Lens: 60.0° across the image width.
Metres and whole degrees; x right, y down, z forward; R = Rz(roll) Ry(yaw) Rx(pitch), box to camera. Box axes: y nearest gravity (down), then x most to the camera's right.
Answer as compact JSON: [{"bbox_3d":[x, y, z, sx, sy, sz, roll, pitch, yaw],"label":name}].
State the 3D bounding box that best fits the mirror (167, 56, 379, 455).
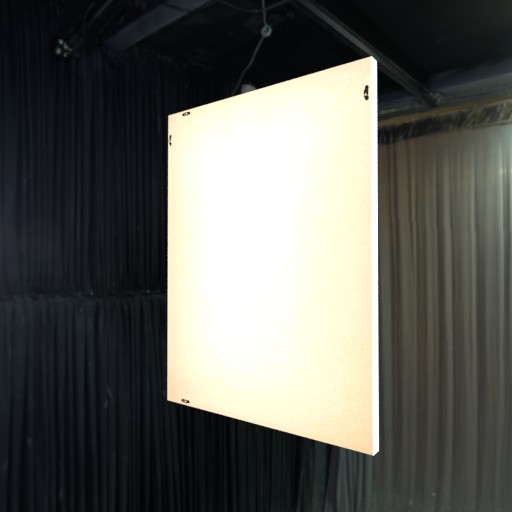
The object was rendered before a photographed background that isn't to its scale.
[{"bbox_3d":[0.000,0.000,1.367,0.762,1.016,0.040,-1,-1,37],"label":"mirror"}]
